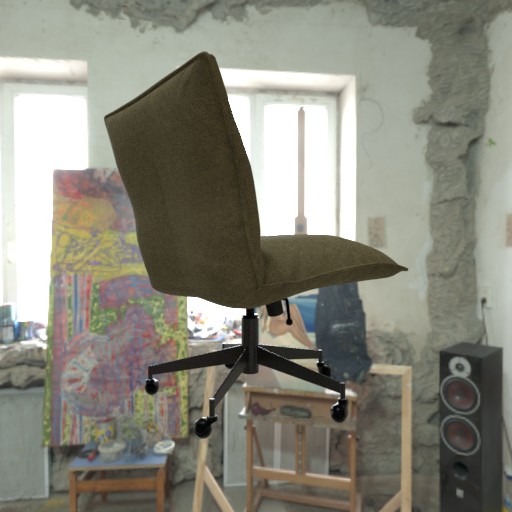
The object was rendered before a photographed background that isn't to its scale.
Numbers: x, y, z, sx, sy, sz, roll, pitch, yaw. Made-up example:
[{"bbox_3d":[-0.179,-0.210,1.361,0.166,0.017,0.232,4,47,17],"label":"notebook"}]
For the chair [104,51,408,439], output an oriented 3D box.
[{"bbox_3d":[0.000,0.000,1.263,0.696,0.811,0.597,-1,2,-36],"label":"chair"}]
